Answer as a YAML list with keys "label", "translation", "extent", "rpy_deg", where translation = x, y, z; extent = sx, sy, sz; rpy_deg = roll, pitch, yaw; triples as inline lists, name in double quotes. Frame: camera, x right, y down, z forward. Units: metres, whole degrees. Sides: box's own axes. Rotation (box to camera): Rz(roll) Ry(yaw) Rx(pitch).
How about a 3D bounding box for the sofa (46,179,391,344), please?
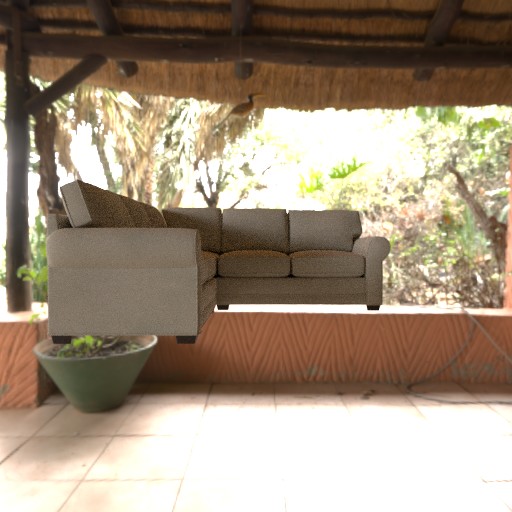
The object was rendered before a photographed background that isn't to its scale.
- label: "sofa"
  translation: [0.000, 0.000, 3.858]
  extent: [2.569, 1.054, 2.487]
  rpy_deg: [0, 1, 0]
